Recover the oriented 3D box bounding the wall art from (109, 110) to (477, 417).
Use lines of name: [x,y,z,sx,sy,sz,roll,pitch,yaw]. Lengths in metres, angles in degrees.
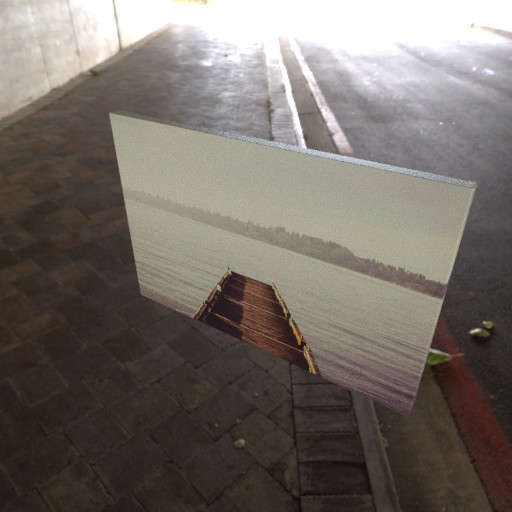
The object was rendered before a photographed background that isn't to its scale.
wall art: [0.000,0.000,0.772,0.615,0.410,0.021,19,37,27]
